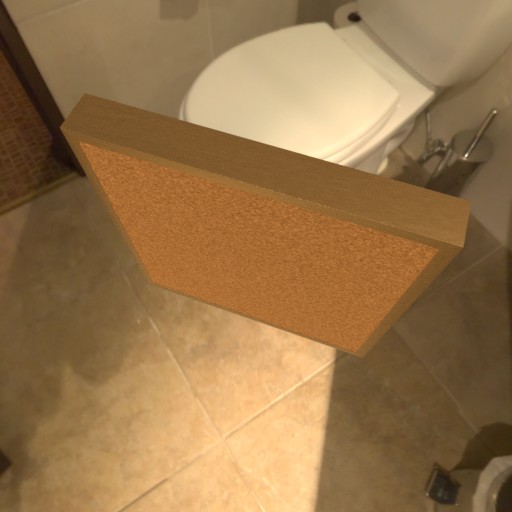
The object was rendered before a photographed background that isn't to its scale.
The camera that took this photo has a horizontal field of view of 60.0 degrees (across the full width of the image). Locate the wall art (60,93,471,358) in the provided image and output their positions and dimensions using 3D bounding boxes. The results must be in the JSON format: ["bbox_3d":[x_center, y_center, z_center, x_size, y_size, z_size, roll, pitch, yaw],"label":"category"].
[{"bbox_3d":[0.000,0.000,0.459,0.304,0.305,0.038,18,65,9],"label":"wall art"}]
